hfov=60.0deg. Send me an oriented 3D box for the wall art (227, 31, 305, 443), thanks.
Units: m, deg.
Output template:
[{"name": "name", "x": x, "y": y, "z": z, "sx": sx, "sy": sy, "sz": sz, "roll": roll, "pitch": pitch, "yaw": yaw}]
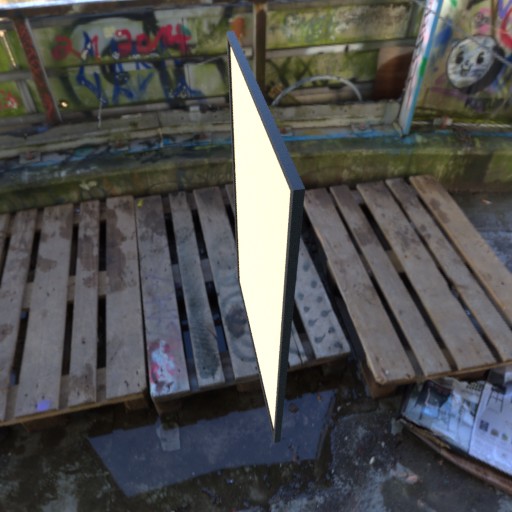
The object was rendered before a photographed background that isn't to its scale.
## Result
[{"name": "wall art", "x": 0.000, "y": 0.000, "z": 0.852, "sx": 0.013, "sy": 0.660, "sz": 0.460, "roll": -8, "pitch": 46, "yaw": -8}]
